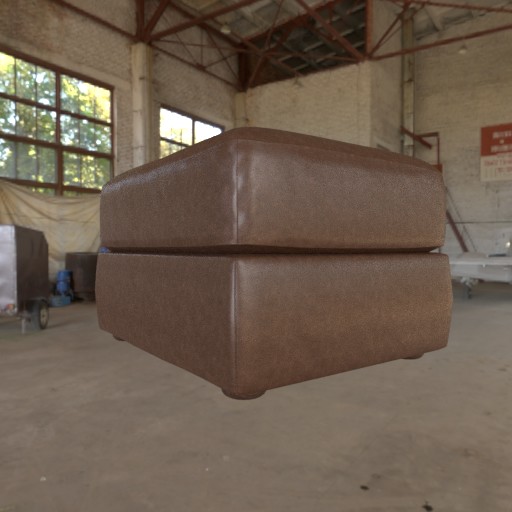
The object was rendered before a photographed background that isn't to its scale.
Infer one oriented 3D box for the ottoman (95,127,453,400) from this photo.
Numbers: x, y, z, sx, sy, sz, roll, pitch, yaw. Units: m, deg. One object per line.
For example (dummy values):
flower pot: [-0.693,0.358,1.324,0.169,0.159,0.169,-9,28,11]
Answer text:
ottoman: [0.000,0.000,1.127,0.603,0.476,0.751,-1,1,-36]
